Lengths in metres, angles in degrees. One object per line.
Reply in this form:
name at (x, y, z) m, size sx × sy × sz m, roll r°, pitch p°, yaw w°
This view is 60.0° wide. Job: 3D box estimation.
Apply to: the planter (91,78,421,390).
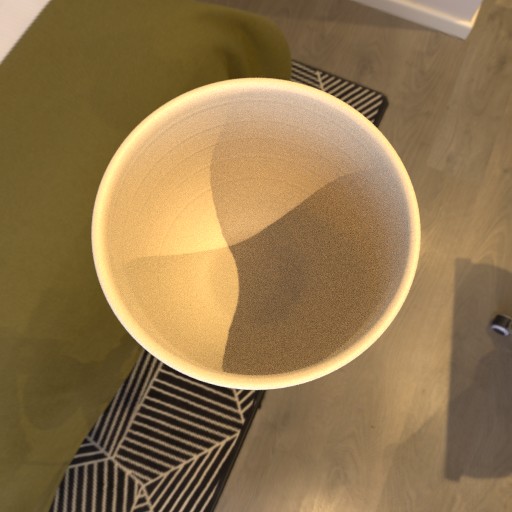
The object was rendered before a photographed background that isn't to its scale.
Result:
planter at (0.000, 0.000, 0.219) m, size 0.124 × 0.109 × 0.124 m, roll 0°, pitch 75°, yaw 0°
